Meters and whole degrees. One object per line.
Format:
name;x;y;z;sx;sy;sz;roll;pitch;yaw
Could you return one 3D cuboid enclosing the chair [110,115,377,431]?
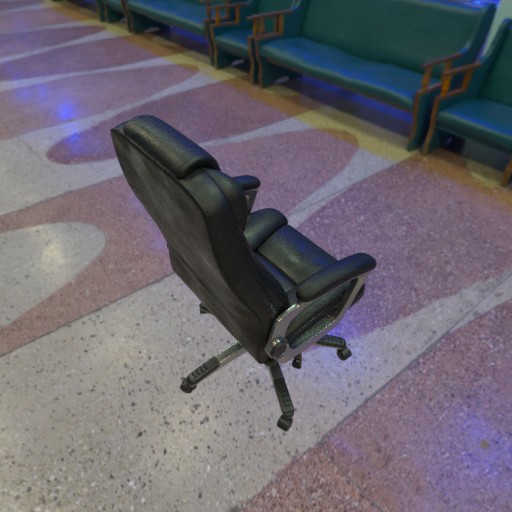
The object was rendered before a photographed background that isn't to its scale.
chair;0.000;0.000;1.501;0.689;1.075;0.697;-27;48;-27
